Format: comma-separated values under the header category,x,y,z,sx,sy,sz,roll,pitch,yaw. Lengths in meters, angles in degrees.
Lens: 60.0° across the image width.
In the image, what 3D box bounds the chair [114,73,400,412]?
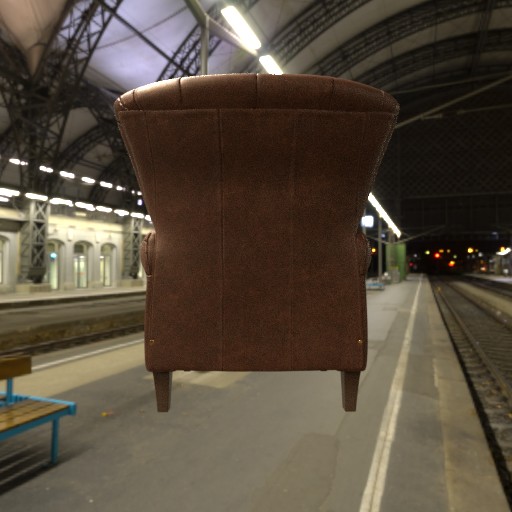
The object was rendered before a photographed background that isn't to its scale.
category,x,y,z,sx,sy,sz,roll,pitch,yaw
chair,0.000,0.000,1.863,0.979,1.162,1.031,0,-1,-1
